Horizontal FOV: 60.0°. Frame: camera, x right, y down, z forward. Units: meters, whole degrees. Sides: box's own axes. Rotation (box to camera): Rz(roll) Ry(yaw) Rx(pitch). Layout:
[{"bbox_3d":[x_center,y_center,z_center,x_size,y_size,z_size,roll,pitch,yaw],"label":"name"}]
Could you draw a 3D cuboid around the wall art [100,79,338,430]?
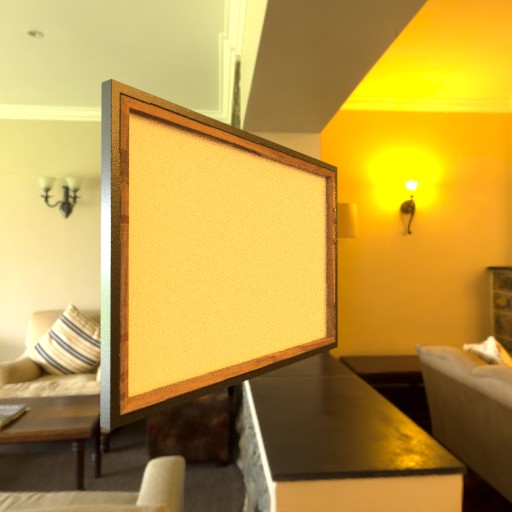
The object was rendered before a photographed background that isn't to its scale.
[{"bbox_3d":[0.000,0.000,0.835,0.022,0.446,0.659,0,-1,36],"label":"wall art"}]
